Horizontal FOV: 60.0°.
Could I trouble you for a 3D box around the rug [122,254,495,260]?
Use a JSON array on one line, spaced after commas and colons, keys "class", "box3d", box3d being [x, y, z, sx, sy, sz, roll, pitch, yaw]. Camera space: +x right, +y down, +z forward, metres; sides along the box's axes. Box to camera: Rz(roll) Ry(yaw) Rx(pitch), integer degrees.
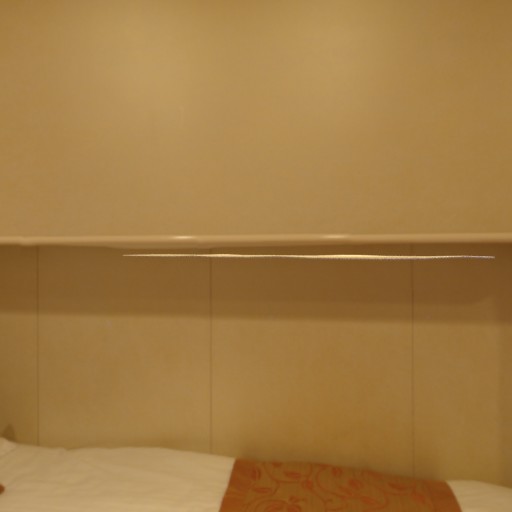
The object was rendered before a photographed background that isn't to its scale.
[{"class": "rug", "box3d": [0.000, 0.000, 2.667, 0.762, 0.013, 2.439, 0, 0, -37]}]
